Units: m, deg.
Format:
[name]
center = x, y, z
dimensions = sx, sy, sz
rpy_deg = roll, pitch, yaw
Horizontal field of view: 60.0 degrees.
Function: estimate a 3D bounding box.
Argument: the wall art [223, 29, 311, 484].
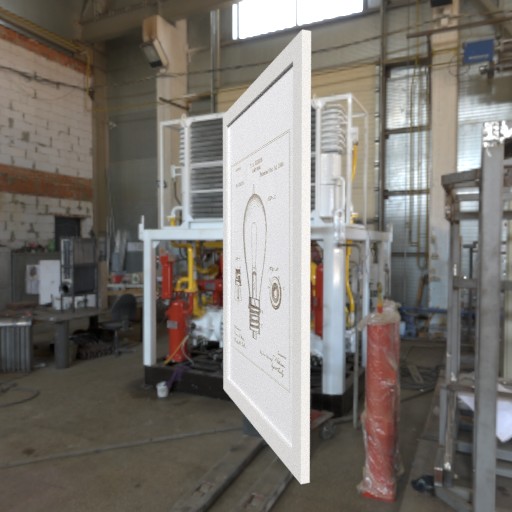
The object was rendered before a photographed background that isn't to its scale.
[wall art]
center = 0.000, 0.000, 0.617
dimensions = 0.010, 0.474, 0.325
rpy_deg = -1, 2, -19
